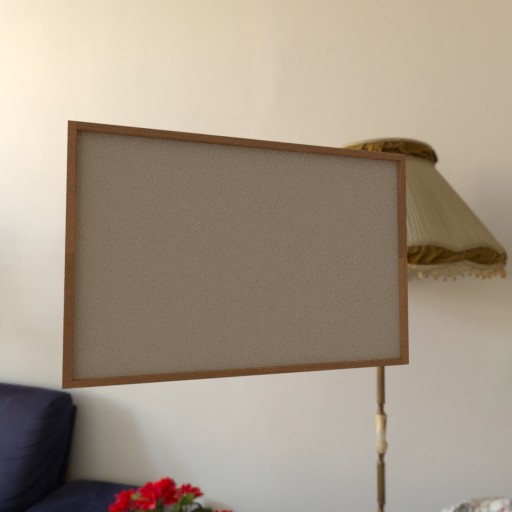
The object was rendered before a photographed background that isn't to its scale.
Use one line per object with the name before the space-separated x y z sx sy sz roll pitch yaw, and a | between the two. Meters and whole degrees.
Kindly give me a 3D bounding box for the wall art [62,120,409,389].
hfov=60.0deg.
wall art | 0.000 0.000 1.151 0.914 0.607 0.023 1 -3 -18
